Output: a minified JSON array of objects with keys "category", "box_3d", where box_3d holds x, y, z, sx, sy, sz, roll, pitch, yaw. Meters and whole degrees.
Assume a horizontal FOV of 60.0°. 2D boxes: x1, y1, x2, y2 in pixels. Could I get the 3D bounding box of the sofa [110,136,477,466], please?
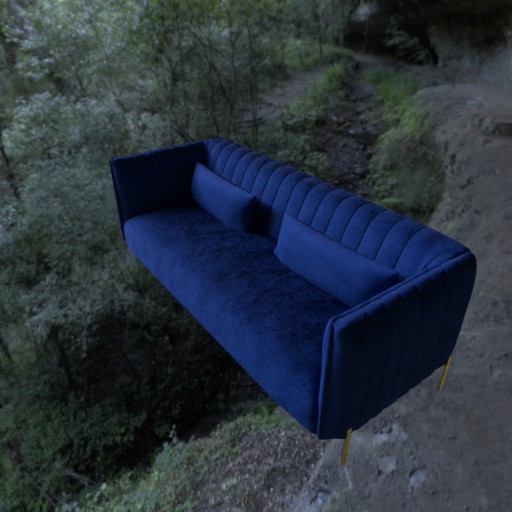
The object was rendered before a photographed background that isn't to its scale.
[{"category":"sofa","box_3d":[0.000,0.000,2.539,0.896,0.793,2.136,-21,38,-30]}]
